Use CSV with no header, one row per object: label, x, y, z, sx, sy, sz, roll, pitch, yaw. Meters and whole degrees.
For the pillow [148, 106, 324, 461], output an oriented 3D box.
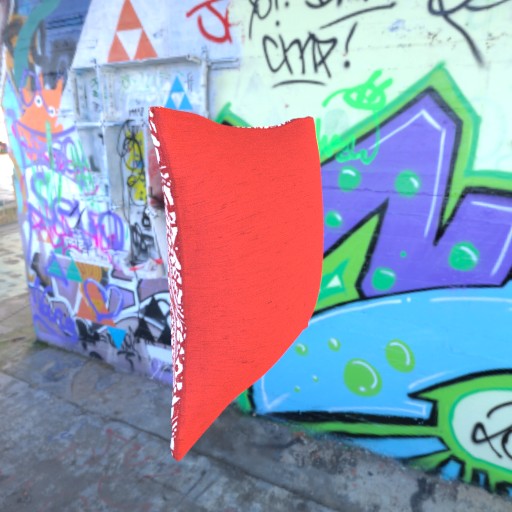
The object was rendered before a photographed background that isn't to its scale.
pillow,0.000,0.000,0.677,0.162,0.419,0.438,8,18,27
